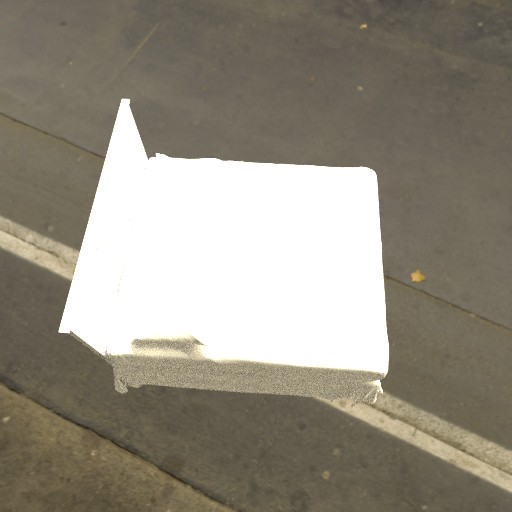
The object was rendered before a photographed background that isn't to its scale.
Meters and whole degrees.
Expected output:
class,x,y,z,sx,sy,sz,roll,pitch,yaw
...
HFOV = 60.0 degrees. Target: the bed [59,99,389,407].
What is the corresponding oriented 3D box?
class,x,y,z,sx,sy,sz,roll,pitch,yaw
bed,0.000,0.000,3.222,2.047,1.269,1.876,4,64,2
